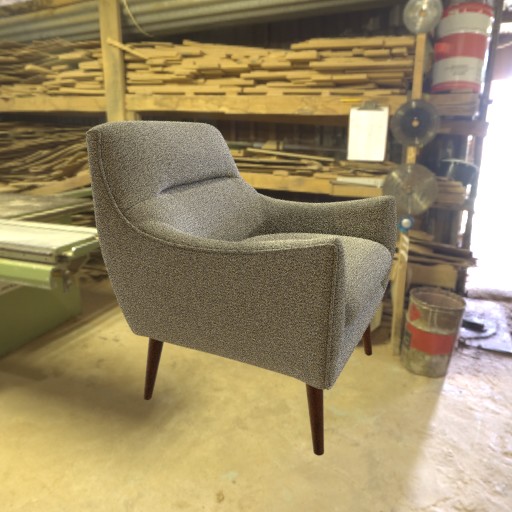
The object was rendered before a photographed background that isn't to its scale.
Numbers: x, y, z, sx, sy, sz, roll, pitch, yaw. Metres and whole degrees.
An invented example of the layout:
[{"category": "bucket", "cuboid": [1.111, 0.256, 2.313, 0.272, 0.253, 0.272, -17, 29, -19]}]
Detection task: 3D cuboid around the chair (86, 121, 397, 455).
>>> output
[{"category": "chair", "cuboid": [0.000, 0.000, 1.432, 0.787, 0.838, 0.762, 8, 17, 25]}]
